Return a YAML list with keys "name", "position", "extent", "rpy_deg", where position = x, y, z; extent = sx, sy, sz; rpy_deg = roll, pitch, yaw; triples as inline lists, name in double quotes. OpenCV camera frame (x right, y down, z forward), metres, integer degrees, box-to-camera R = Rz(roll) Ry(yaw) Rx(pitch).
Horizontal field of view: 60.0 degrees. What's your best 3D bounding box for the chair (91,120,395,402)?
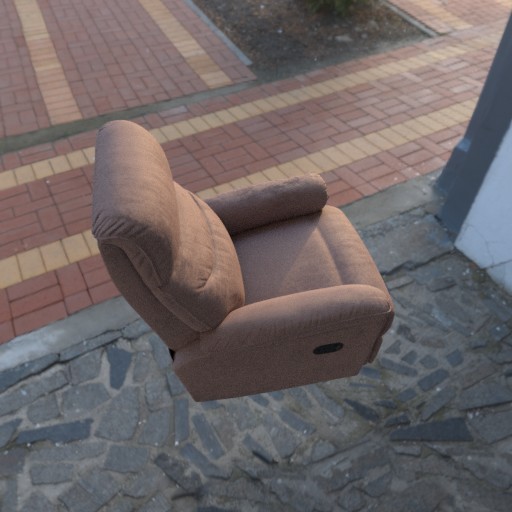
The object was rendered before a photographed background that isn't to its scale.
- name: "chair"
  position: [0.000, 0.000, 1.753]
  extent: [1.004, 1.037, 0.820]
  rpy_deg: [-9, 47, -9]
